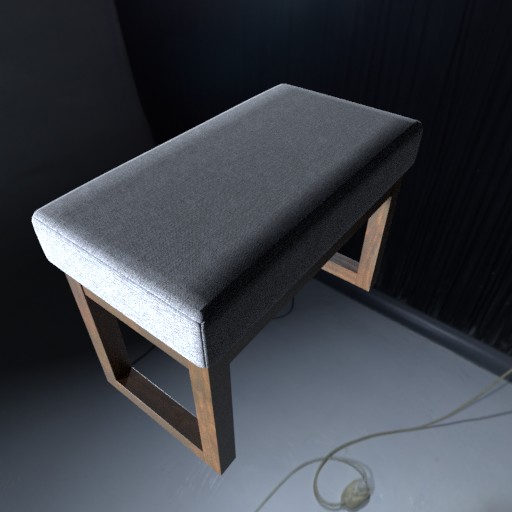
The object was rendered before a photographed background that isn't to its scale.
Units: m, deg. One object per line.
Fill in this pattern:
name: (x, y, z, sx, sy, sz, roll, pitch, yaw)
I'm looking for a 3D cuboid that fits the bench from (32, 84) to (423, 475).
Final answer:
bench: (0.000, 0.000, 0.939, 0.366, 0.467, 0.681, 27, 48, 27)
